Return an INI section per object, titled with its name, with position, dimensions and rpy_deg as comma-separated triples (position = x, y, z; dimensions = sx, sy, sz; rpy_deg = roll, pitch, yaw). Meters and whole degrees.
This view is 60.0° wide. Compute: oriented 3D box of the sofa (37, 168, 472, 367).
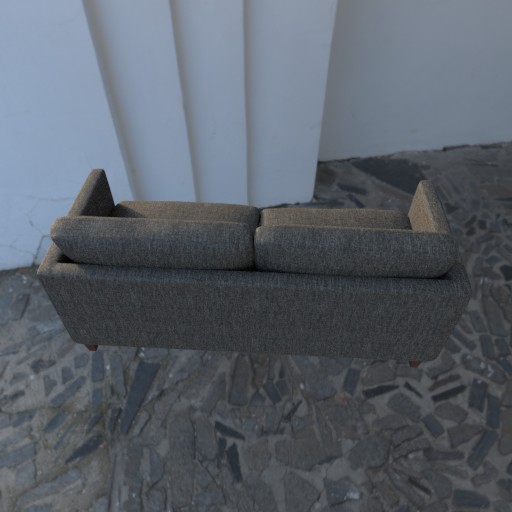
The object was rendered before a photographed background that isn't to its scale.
[sofa]
position = 0.000, 0.000, 2.709
dimensions = 2.208, 0.960, 0.948
rpy_deg = 2, 46, 2
